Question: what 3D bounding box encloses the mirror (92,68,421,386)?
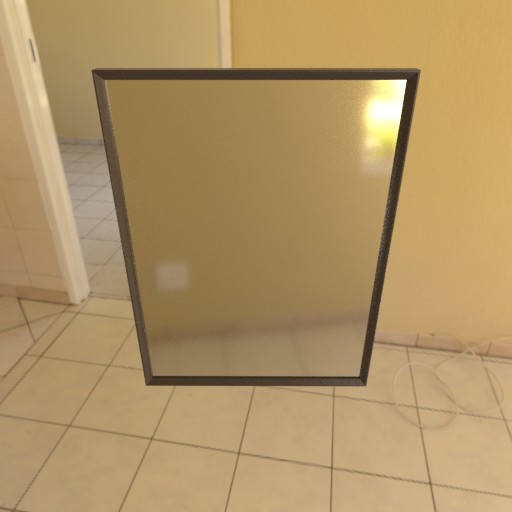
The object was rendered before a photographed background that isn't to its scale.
[{"bbox_3d":[0.000,0.000,1.295,0.762,1.016,0.041,0,30,0],"label":"mirror"}]
